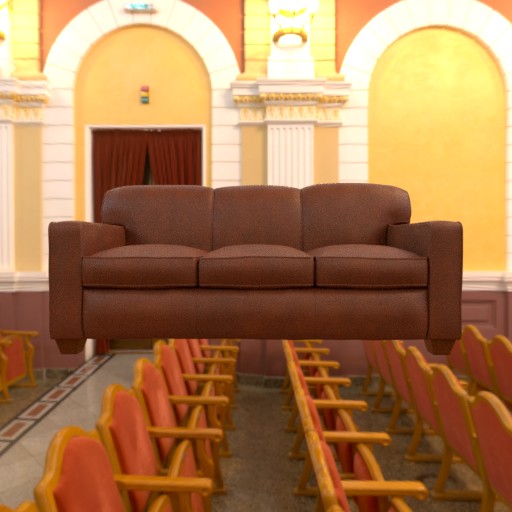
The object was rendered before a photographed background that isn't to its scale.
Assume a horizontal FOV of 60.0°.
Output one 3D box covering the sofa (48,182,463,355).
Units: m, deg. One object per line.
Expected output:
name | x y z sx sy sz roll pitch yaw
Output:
sofa | 0.000 0.000 2.590 2.039 0.953 1.008 0 2 0
